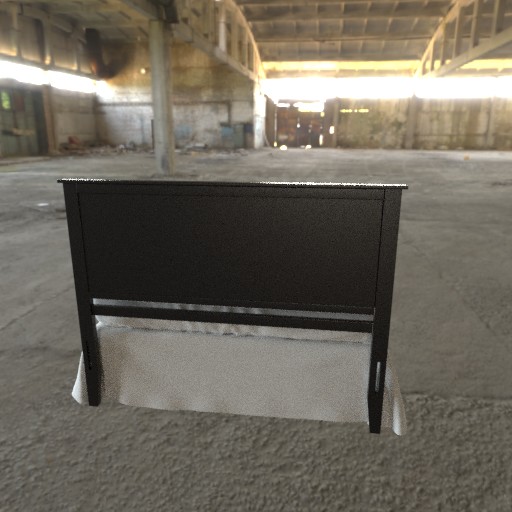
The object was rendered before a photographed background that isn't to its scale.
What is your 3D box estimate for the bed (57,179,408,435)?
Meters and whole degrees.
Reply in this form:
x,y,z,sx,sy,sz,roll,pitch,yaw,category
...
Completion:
x,y,z,sx,sy,sz,roll,pitch,yaw,category
0.000,0.000,3.174,1.870,1.270,2.050,2,16,8,bed
